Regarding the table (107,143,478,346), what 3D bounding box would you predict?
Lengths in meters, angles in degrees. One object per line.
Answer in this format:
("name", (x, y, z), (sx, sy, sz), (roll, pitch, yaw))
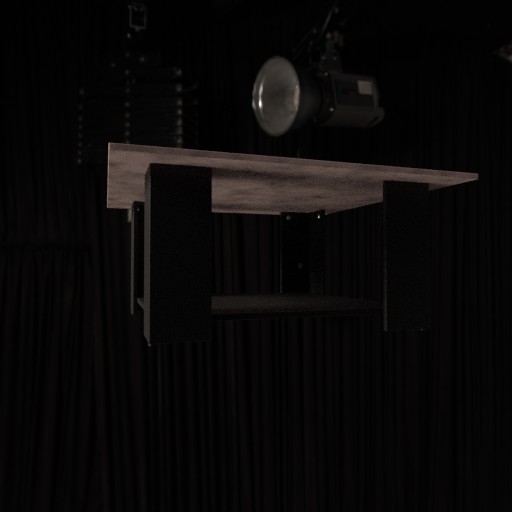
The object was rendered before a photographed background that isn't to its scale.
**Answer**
("table", (0.000, 0.000, 1.053), (0.670, 0.305, 0.670), (0, -1, -19))
